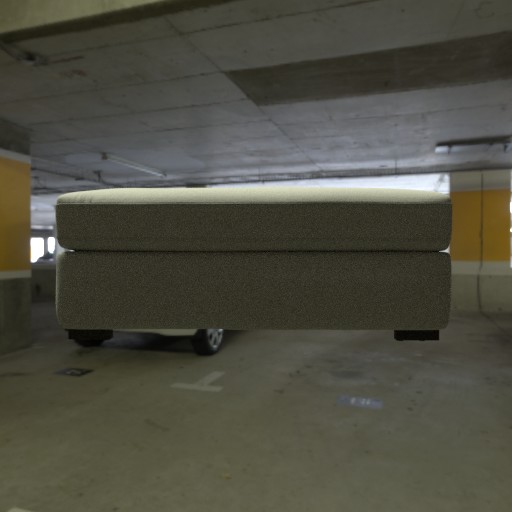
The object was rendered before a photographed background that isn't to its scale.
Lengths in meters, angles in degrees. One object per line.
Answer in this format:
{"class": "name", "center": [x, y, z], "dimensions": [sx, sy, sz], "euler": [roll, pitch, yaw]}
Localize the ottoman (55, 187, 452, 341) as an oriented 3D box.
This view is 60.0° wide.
{"class": "ottoman", "center": [0.000, 0.000, 1.817], "dimensions": [1.167, 0.482, 1.163], "euler": [0, 1, 1]}
